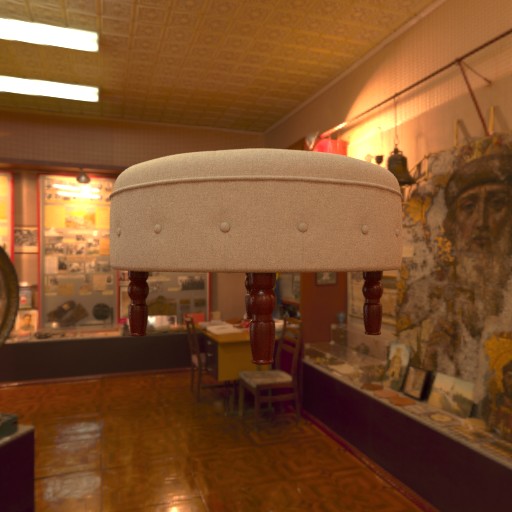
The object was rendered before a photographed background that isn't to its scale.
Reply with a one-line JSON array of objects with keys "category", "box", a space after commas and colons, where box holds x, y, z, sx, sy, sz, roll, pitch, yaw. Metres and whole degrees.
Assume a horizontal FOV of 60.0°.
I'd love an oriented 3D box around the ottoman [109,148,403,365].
[{"category": "ottoman", "box": [0.000, 0.000, 1.349, 0.849, 0.478, 0.849, 0, 0, 0]}]
